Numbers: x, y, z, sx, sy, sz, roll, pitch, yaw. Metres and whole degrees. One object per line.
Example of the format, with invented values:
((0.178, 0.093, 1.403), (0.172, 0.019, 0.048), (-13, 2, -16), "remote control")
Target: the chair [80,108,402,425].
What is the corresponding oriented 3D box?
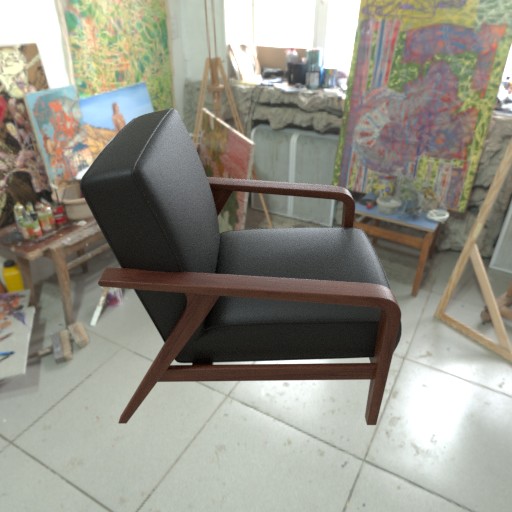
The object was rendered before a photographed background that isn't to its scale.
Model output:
((0.000, 0.000, 1.495), (0.889, 0.861, 0.719), (0, 32, 0), "chair")
